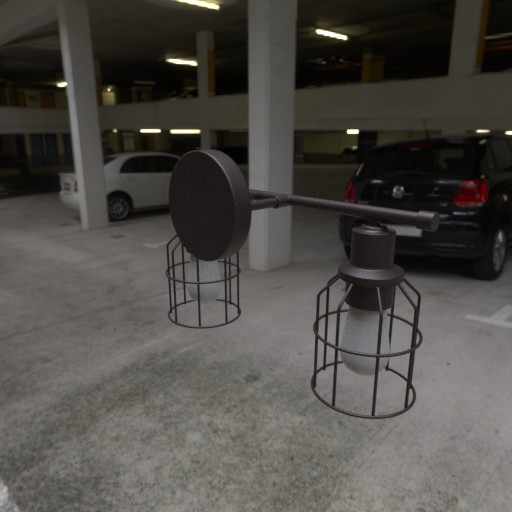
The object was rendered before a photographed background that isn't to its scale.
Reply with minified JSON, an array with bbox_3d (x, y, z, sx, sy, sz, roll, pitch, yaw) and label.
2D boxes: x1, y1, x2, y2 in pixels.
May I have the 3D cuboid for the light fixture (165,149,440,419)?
[{"bbox_3d":[0.000,0.000,0.536,0.165,0.254,0.406,-15,22,-42],"label":"light fixture"}]
